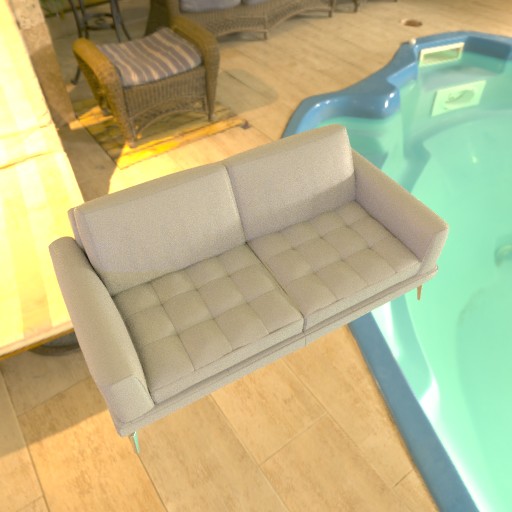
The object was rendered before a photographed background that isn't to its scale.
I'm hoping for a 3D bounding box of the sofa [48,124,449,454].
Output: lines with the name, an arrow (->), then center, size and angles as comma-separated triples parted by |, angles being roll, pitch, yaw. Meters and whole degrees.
sofa -> 0.000, 0.000, 2.687 | 2.177, 0.930, 1.121 | -22, 51, -20
